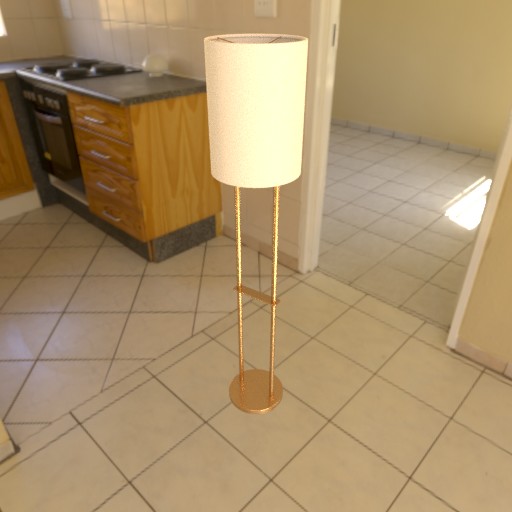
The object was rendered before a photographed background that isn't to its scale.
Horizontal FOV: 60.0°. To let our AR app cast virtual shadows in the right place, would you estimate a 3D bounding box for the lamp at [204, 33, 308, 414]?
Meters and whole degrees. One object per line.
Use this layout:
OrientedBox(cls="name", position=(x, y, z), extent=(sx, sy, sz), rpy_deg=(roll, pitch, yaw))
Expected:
OrientedBox(cls="lamp", position=(0.000, 0.000, 1.694), extent=(0.306, 1.500, 0.305), rpy_deg=(19, 36, 28))
